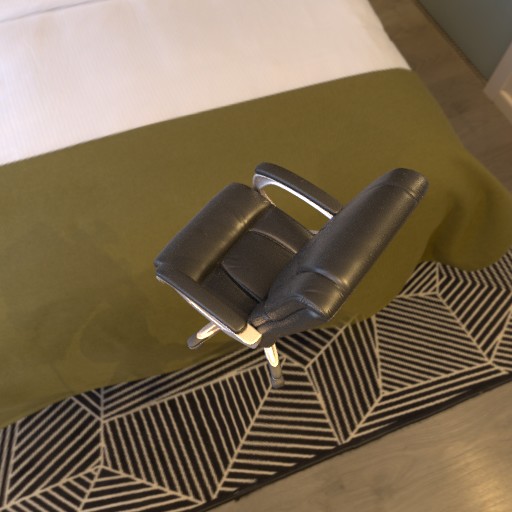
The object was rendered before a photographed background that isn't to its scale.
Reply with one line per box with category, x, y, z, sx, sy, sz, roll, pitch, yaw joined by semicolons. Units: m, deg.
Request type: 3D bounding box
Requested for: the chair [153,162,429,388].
chair;0.000;0.000;1.631;0.780;1.145;0.700;35;69;16
